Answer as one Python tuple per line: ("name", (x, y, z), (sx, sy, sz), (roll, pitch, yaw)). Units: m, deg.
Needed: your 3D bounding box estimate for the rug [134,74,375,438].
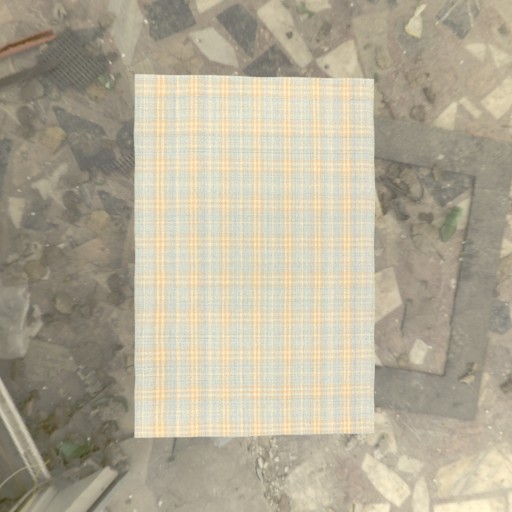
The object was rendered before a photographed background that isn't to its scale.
("rug", (0.000, 0.000, 2.255), (1.231, 0.012, 1.835), (0, 90, -3))
